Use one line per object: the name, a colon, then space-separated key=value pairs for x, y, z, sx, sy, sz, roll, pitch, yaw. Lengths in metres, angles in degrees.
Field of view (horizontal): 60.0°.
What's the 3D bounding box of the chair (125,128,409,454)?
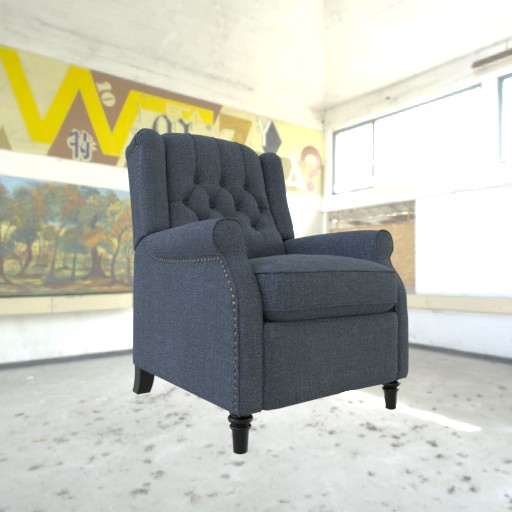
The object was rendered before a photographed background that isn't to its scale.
chair: x=0.000 y=0.000 z=1.613 sx=0.742 sy=1.035 sz=0.898 roll=1 pitch=-2 yaw=-36
